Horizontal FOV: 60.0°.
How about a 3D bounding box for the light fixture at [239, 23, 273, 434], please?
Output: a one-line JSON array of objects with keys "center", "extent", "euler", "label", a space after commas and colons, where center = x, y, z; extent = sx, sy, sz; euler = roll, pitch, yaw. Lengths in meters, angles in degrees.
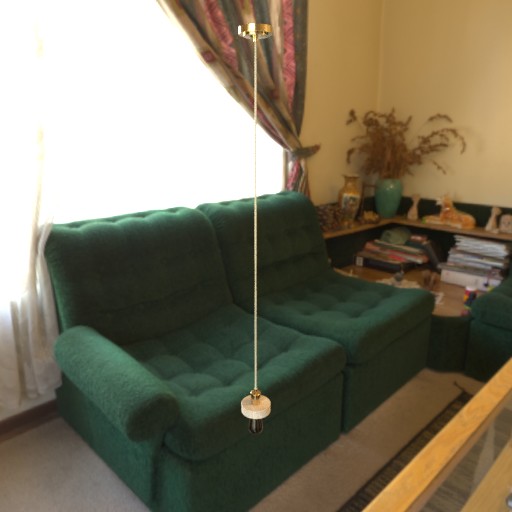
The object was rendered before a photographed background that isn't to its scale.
[{"center": [0.000, 0.000, 1.784], "extent": [0.129, 1.669, 0.129], "euler": [8, 18, 27], "label": "light fixture"}]
